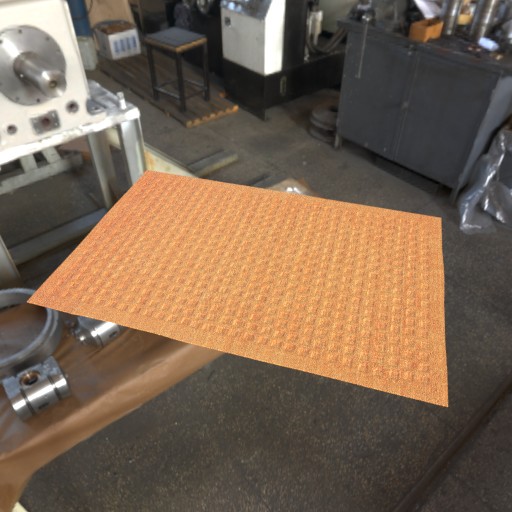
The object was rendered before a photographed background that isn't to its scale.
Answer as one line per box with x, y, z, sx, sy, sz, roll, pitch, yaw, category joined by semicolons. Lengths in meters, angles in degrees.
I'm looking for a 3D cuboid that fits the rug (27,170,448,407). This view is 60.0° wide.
0.000;0.000;2.154;1.747;0.006;1.143;11;43;12;rug
